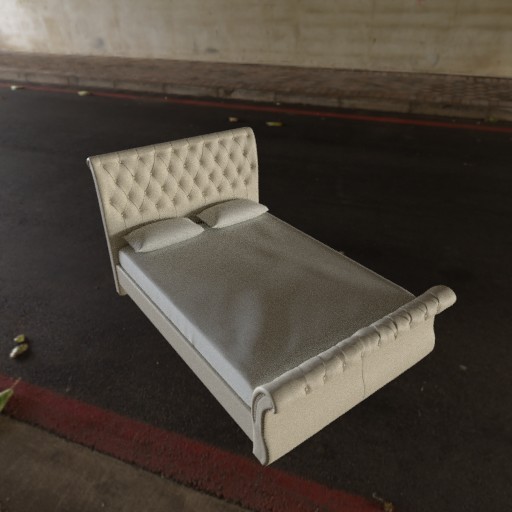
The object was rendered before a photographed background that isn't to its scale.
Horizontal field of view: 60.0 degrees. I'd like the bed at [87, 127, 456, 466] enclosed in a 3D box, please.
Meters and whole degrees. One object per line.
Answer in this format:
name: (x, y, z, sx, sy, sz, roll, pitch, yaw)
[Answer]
bed: (0.000, 0.000, 3.475, 1.606, 1.268, 2.493, -21, 37, -31)
